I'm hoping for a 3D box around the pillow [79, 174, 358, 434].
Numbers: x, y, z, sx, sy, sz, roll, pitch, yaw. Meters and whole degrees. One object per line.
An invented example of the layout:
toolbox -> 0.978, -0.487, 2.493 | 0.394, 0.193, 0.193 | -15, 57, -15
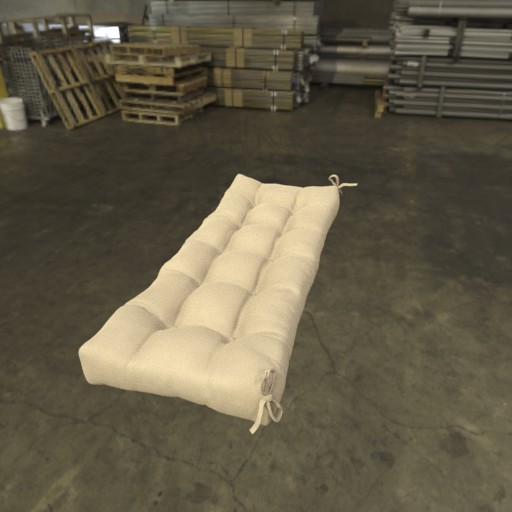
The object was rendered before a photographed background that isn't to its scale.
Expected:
pillow -> 0.000, 0.000, 1.364 | 0.511, 0.174, 1.194 | 8, 32, 14
